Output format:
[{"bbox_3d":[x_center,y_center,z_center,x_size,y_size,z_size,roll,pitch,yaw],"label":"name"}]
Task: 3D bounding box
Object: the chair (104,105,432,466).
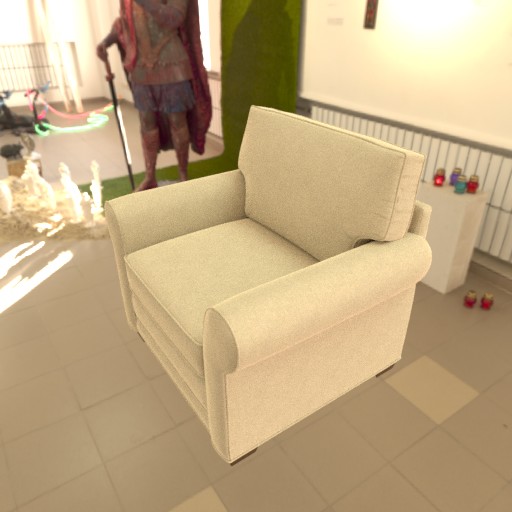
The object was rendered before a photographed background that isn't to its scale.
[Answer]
[{"bbox_3d":[0.000,0.000,1.732,0.863,0.955,1.040,-19,35,-29],"label":"chair"}]
